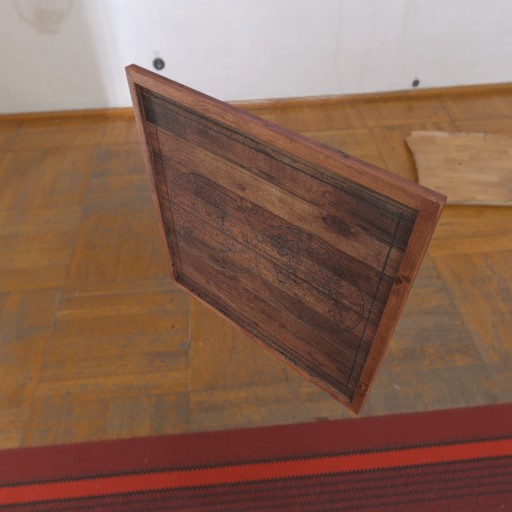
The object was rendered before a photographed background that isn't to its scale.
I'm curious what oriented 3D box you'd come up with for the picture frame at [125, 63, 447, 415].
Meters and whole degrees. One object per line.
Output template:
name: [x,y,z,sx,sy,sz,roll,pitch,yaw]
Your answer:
picture frame: [0.000,0.000,1.206,0.810,0.817,0.029,31,54,26]
